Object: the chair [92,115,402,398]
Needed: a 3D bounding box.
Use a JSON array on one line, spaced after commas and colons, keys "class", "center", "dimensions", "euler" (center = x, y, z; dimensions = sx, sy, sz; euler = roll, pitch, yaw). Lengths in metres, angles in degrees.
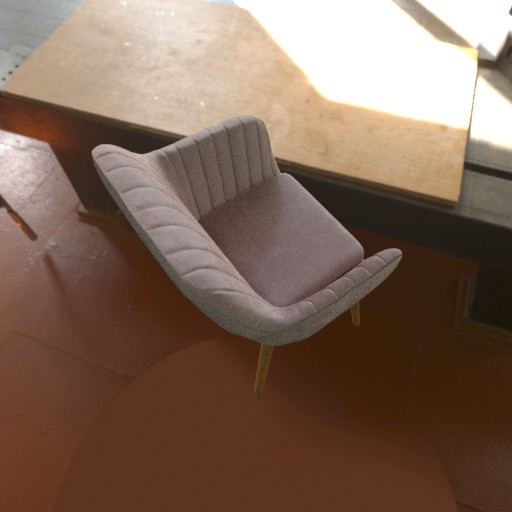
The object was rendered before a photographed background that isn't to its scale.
[{"class": "chair", "center": [0.000, 0.000, 1.240], "dimensions": [0.570, 0.832, 0.610], "euler": [-32, 64, -18]}]
